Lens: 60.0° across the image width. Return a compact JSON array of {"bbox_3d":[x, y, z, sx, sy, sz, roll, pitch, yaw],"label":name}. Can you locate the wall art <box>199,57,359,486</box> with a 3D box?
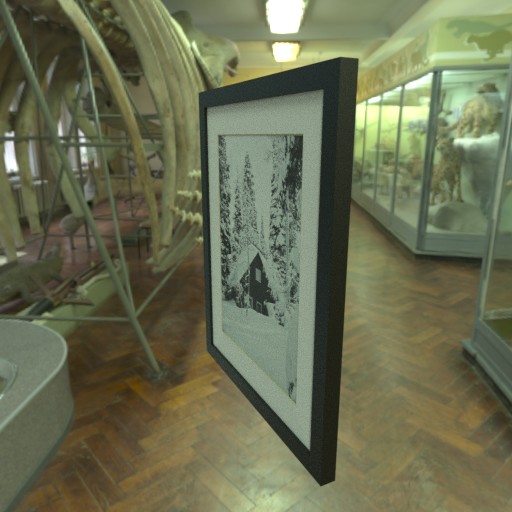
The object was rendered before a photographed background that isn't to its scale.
[{"bbox_3d":[0.000,0.000,0.535,0.018,0.397,0.325,-7,17,-26],"label":"wall art"}]
